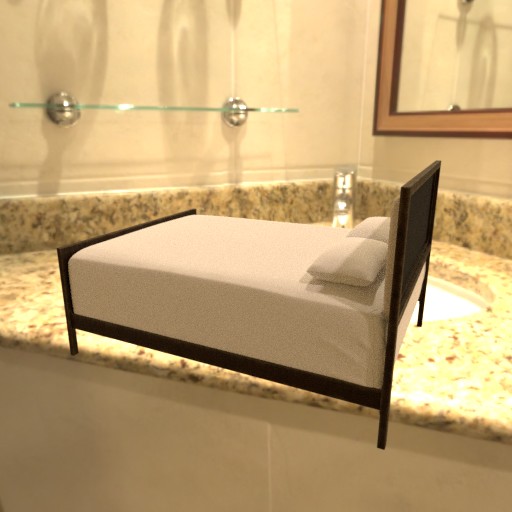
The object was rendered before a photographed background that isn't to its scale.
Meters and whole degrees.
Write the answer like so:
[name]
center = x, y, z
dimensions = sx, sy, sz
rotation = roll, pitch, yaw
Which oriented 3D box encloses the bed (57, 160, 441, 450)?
[bed]
center = 0.000, 0.000, 3.192
dimensions = 2.221, 1.313, 1.607
rotation = 8, 18, 25
